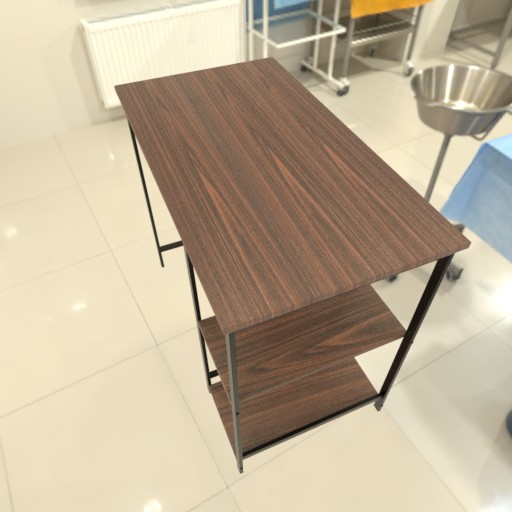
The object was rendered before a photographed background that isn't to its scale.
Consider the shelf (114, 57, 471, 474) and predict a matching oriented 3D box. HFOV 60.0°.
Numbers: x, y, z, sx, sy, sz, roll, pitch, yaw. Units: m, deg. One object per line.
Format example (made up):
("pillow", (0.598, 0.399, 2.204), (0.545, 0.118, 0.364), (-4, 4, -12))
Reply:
("shelf", (0.000, 0.000, 1.324), (0.498, 0.750, 0.902), (-17, 49, -16))
